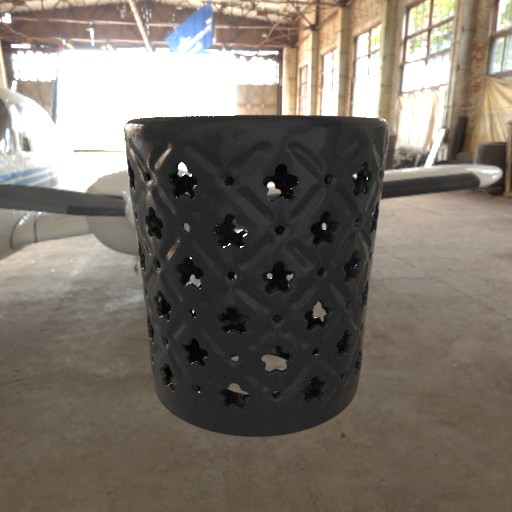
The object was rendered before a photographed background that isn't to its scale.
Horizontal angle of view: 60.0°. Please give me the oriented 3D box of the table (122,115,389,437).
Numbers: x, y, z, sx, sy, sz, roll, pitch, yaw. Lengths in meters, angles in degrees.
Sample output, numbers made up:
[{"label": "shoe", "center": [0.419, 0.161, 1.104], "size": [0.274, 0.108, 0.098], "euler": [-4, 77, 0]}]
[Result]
[{"label": "table", "center": [0.000, 0.000, 0.651], "size": [0.352, 0.387, 0.352], "euler": [0, 15, 0]}]
